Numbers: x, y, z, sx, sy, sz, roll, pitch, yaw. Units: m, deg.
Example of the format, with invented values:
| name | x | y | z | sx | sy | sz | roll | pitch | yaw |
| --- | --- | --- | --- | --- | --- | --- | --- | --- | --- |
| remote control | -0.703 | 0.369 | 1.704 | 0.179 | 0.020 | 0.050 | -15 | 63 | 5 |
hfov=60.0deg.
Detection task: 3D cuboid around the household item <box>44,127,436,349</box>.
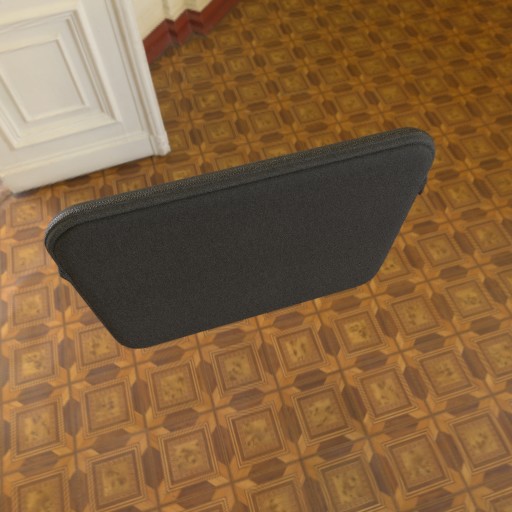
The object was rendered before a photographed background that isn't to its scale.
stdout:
| name | x | y | z | sx | sy | sz | roll | pitch | yaw |
| --- | --- | --- | --- | --- | --- | --- | --- | --- | --- |
| household item | 0.000 | 0.000 | 0.520 | 0.396 | 0.305 | 0.030 | -15 | 60 | -9 |
